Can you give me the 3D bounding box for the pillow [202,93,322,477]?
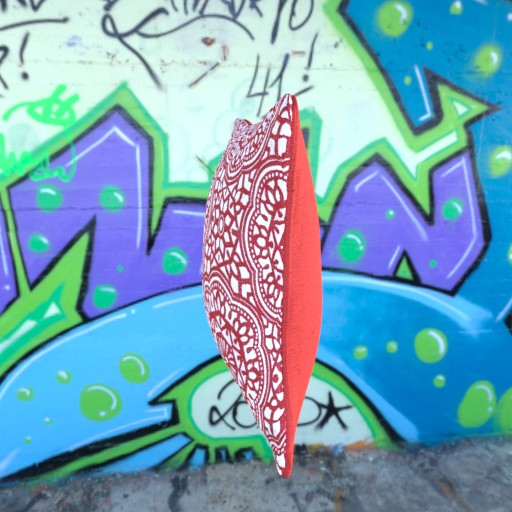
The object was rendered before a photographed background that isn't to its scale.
[{"bbox_3d":[0.000,0.000,0.666,0.162,0.419,0.438,-2,14,-8],"label":"pillow"}]
